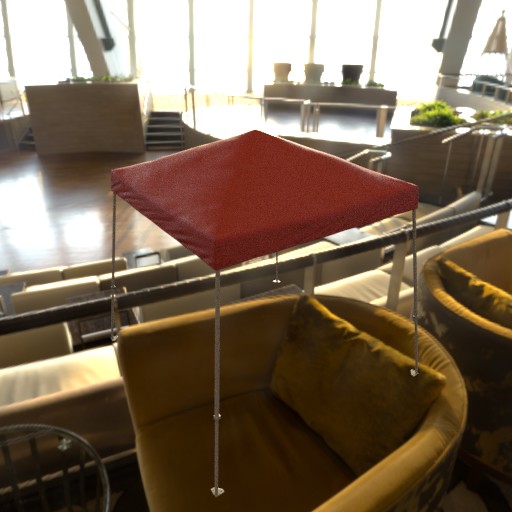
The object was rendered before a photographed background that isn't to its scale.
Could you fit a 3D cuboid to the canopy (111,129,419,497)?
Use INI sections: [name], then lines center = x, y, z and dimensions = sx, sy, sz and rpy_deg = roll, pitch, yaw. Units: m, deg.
[canopy]
center = 0.000, 0.000, 6.445
dimensions = 3.599, 3.600, 3.600
rpy_deg = -17, 31, -31
